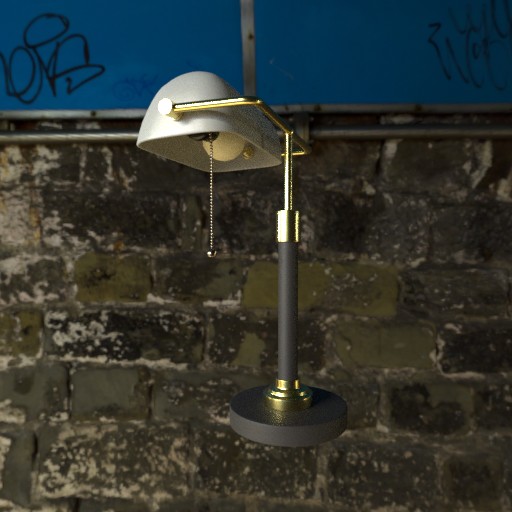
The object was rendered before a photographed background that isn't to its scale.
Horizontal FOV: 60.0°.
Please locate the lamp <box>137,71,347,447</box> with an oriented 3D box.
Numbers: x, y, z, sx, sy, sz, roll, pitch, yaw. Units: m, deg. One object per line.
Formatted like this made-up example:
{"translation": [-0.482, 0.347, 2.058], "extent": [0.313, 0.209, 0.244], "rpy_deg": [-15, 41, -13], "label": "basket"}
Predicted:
{"translation": [0.000, 0.000, 0.553], "extent": [0.227, 0.404, 0.269], "rpy_deg": [1, 2, 19], "label": "lamp"}
